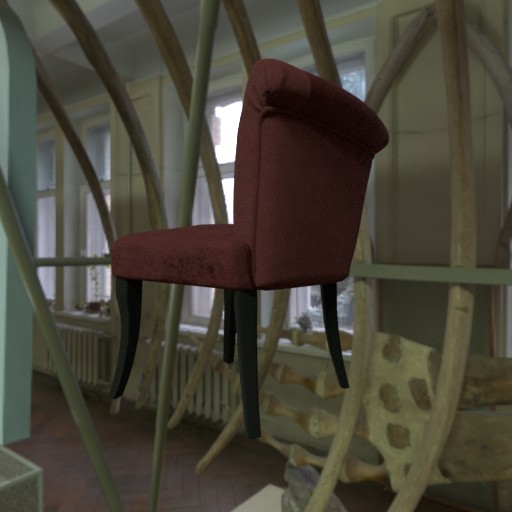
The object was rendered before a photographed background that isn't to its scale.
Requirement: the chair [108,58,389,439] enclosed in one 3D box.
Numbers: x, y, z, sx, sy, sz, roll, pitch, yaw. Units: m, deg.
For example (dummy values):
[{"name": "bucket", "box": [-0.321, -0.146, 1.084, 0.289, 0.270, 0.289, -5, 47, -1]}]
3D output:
[{"name": "chair", "box": [0.000, 0.000, 1.180, 0.605, 0.750, 0.582, 0, 0, 36]}]
